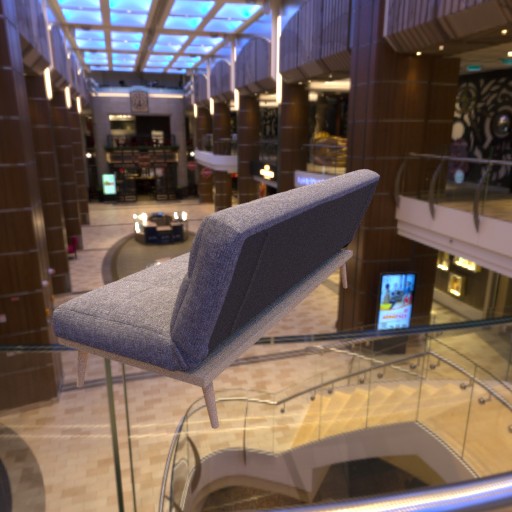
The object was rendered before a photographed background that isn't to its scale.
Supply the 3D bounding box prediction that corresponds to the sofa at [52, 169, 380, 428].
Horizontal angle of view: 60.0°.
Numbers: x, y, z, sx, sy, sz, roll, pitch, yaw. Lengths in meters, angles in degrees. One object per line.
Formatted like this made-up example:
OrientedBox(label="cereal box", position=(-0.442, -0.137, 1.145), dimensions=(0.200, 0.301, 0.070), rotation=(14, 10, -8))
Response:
OrientedBox(label="sofa", position=(0.000, 0.000, 2.240), dimensions=(0.820, 0.770, 1.820), rotation=(8, 18, 26))
